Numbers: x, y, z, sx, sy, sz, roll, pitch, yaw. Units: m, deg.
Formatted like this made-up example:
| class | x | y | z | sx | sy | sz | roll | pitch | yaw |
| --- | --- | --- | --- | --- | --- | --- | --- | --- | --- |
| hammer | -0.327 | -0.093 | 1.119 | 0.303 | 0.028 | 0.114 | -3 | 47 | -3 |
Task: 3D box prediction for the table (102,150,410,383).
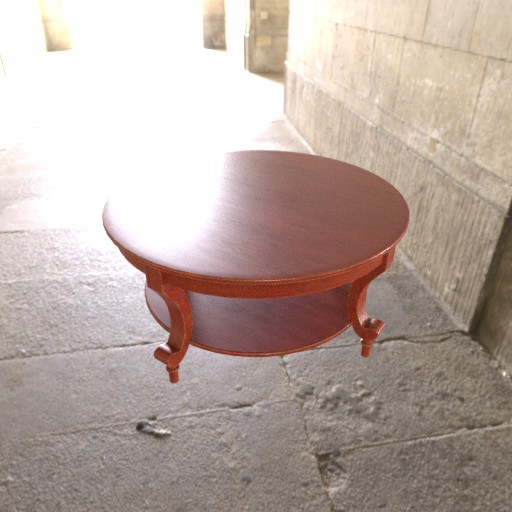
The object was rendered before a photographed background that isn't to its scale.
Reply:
| class | x | y | z | sx | sy | sz | roll | pitch | yaw |
| --- | --- | --- | --- | --- | --- | --- | --- | --- | --- |
| table | 0.000 | 0.000 | 1.662 | 1.029 | 0.486 | 1.029 | 0 | 31 | 0 |
